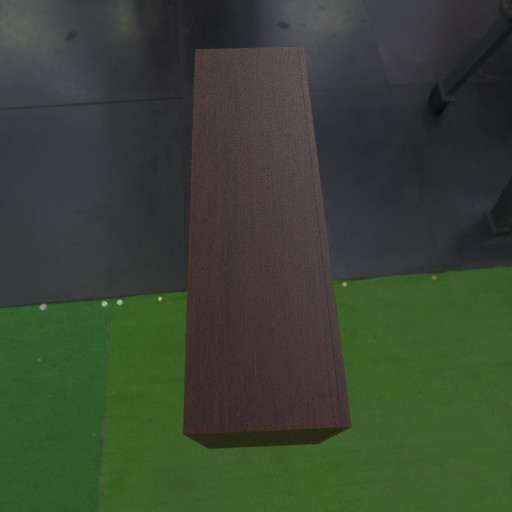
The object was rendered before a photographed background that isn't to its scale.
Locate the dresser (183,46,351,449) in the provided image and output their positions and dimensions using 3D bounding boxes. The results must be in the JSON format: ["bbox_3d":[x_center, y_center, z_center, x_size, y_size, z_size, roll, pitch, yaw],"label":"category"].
[{"bbox_3d":[0.000,0.000,2.073,0.499,0.971,1.609,-2,64,-1],"label":"dresser"}]
